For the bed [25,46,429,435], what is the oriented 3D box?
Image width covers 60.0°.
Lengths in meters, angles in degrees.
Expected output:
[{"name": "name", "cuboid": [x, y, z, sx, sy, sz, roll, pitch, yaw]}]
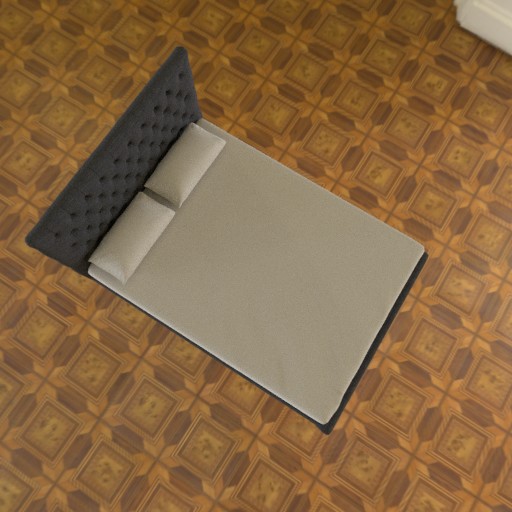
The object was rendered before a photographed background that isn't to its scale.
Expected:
[{"name": "bed", "cuboid": [0.000, 0.000, 3.420, 2.387, 1.427, 1.698, 32, 78, 7]}]
